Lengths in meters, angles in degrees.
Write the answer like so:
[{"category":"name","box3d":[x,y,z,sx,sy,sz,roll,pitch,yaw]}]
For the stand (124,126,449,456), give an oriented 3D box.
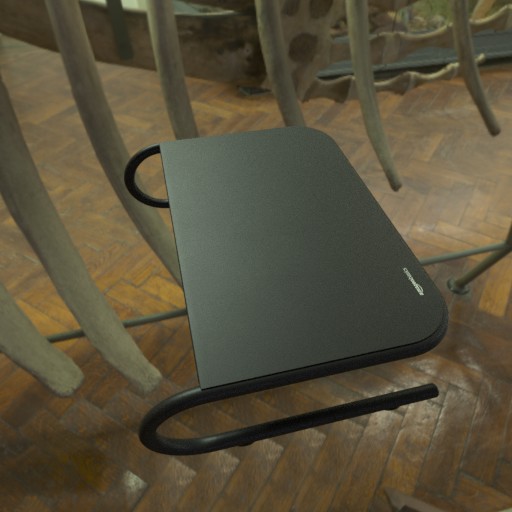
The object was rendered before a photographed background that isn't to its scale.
[{"category":"stand","box3d":[0.000,0.000,0.501,0.280,0.108,0.370,-10,46,-10]}]
